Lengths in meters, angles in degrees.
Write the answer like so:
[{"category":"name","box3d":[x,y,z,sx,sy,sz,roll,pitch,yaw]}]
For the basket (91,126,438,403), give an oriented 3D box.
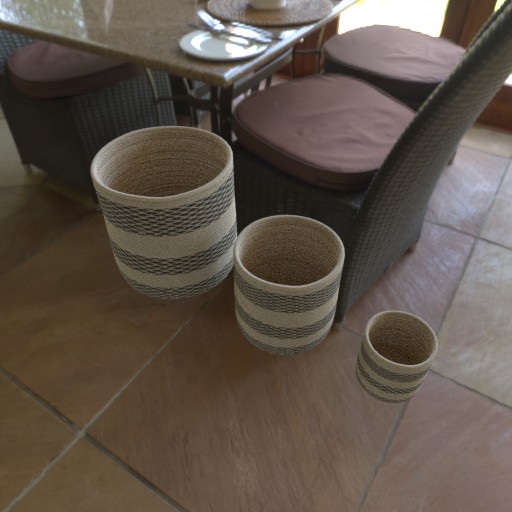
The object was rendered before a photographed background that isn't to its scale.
[{"category":"basket","box3d":[0.000,0.000,1.089,0.917,0.356,0.351,27,49,25]}]
